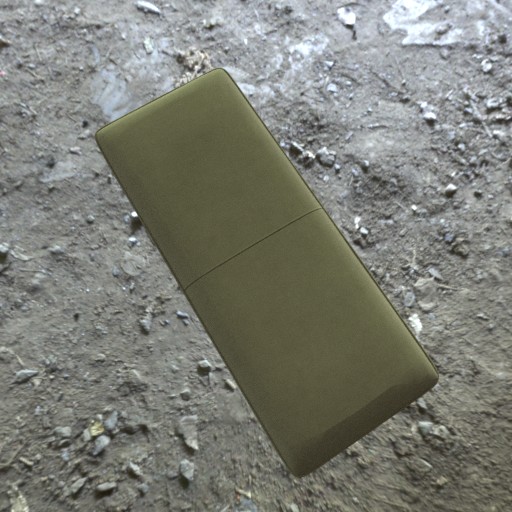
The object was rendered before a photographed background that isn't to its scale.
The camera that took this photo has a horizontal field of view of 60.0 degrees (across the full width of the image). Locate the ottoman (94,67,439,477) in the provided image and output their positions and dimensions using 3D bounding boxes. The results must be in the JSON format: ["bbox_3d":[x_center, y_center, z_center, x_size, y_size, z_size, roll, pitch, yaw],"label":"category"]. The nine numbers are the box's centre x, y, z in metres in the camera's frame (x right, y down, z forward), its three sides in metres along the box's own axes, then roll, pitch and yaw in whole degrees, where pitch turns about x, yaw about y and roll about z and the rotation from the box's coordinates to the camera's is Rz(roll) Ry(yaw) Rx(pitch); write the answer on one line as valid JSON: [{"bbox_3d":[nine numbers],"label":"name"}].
[{"bbox_3d":[0.000,0.000,2.038,0.735,0.460,1.726,-31,77,-8],"label":"ottoman"}]
